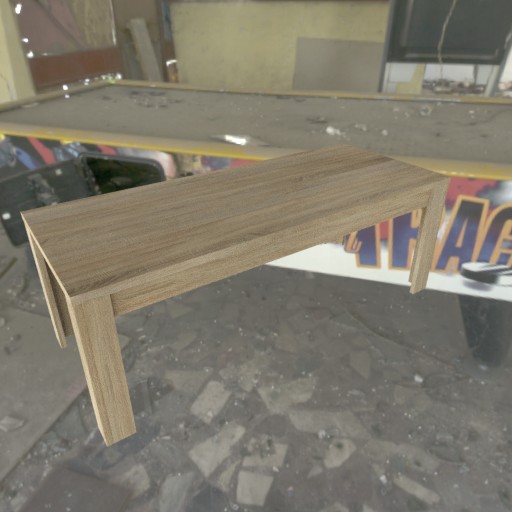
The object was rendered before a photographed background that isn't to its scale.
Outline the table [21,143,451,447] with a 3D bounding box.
[{"bbox_3d":[0.000,0.000,2.602,2.200,0.790,0.900,-19,34,-30],"label":"table"}]
